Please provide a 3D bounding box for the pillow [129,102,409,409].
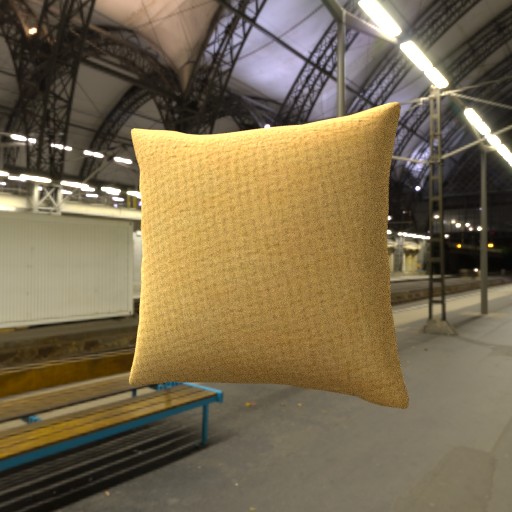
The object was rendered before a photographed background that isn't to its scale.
[{"bbox_3d":[0.000,0.000,0.645,0.419,0.407,0.173,0,-1,17],"label":"pillow"}]
